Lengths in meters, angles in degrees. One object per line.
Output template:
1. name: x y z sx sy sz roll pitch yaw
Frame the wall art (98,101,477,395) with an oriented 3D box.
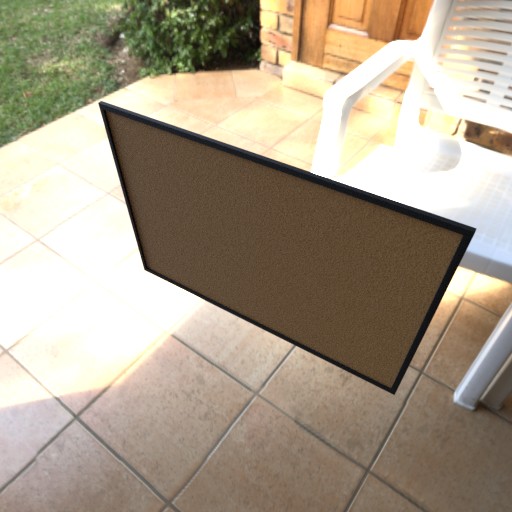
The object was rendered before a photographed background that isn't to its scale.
1. wall art: 0.000 0.000 1.244 0.963 0.665 0.013 24 51 21
